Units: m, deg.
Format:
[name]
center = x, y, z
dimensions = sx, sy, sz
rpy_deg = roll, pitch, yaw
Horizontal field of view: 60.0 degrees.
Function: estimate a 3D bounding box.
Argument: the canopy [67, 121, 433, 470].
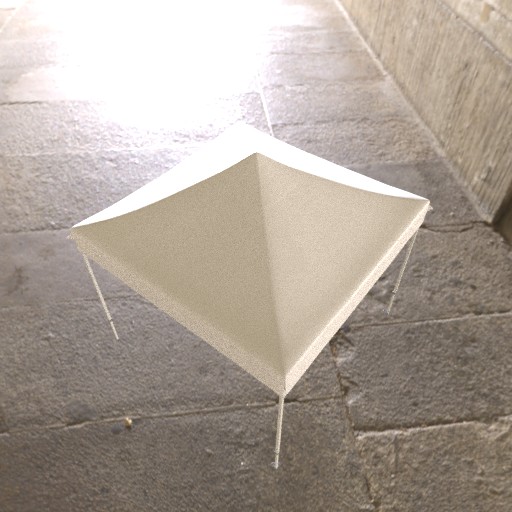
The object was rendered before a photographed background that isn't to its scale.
[canopy]
center = 0.000, 0.000, 5.493
dimensions = 2.996, 2.998, 2.994
rpy_deg = 30, 53, 25
